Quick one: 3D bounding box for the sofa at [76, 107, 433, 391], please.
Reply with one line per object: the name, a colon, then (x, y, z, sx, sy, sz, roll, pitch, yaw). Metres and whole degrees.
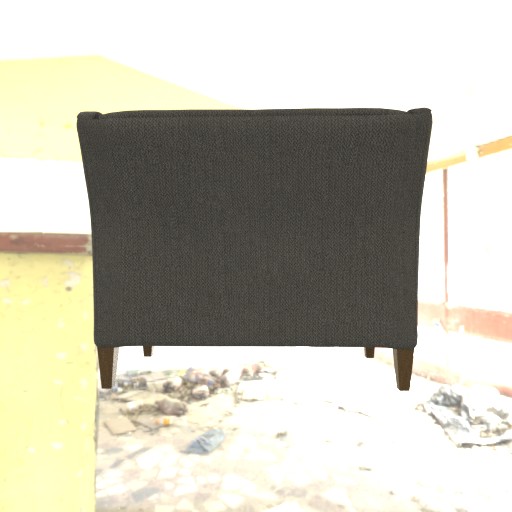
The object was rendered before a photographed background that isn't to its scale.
sofa: (0.000, 0.000, 1.918, 1.242, 1.022, 0.873, 0, -1, 2)
